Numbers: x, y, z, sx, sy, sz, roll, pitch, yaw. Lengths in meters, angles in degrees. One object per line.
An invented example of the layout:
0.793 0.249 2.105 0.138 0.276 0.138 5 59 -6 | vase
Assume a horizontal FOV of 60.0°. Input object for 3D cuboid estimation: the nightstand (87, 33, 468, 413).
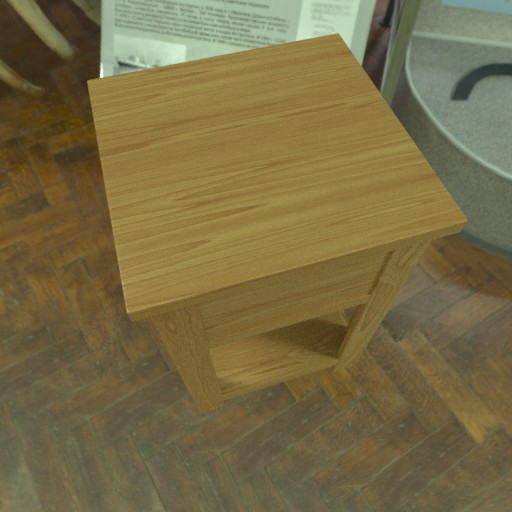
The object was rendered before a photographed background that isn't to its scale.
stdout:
0.000 0.000 0.886 0.428 0.614 0.418 -15 60 -9 | nightstand
